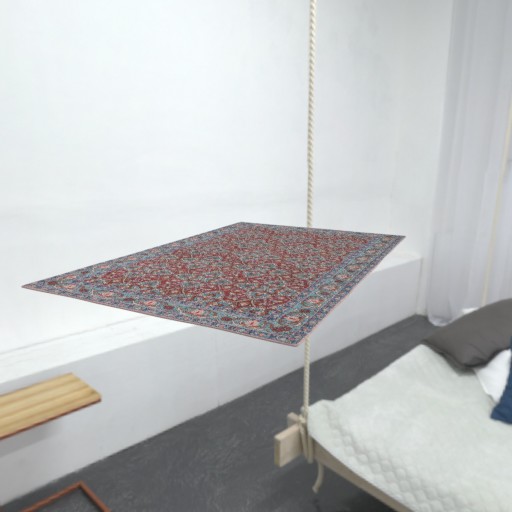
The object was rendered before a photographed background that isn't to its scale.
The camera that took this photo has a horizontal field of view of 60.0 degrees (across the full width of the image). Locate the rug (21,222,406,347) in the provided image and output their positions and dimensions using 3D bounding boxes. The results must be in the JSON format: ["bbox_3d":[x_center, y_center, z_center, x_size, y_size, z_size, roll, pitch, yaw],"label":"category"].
[{"bbox_3d":[0.000,0.000,2.323,1.219,0.009,1.829,7,15,27],"label":"rug"}]
